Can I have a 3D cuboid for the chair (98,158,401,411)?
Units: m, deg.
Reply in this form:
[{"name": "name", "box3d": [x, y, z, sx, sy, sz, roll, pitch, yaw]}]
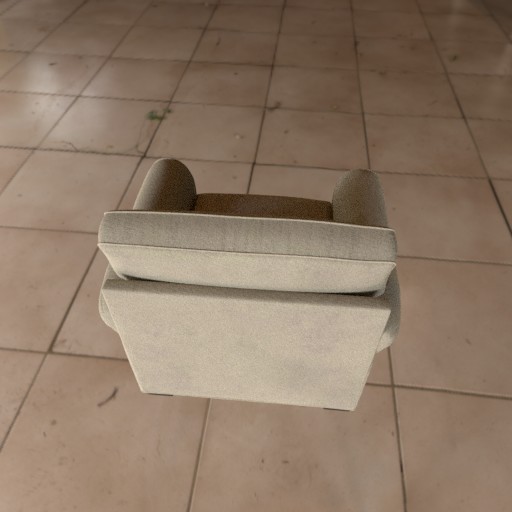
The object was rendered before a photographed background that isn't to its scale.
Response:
[{"name": "chair", "box3d": [0.000, 0.000, 1.966, 1.147, 1.044, 0.939, 4, 47, 3]}]
